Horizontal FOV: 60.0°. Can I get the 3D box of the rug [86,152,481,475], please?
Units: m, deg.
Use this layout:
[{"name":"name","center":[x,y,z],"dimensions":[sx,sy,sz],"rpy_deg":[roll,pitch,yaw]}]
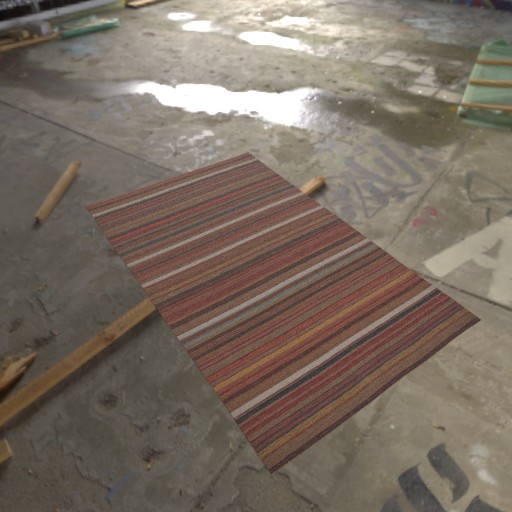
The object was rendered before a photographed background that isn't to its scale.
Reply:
[{"name":"rug","center":[0.000,0.000,3.003],"dimensions":[1.523,0.008,2.438],"rpy_deg":[-25,47,-25]}]
